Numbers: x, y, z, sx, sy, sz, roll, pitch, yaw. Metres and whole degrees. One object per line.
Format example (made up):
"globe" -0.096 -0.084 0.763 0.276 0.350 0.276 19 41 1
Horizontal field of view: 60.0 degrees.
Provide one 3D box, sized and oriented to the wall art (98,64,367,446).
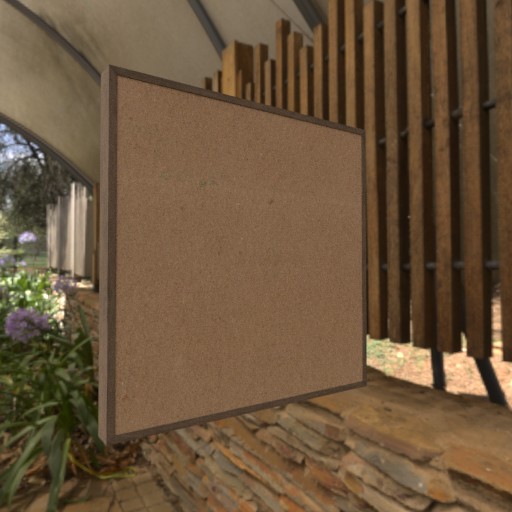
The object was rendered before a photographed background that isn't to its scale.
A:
"wall art" 0.000 0.000 0.751 0.508 0.508 0.038 1 -1 -35
